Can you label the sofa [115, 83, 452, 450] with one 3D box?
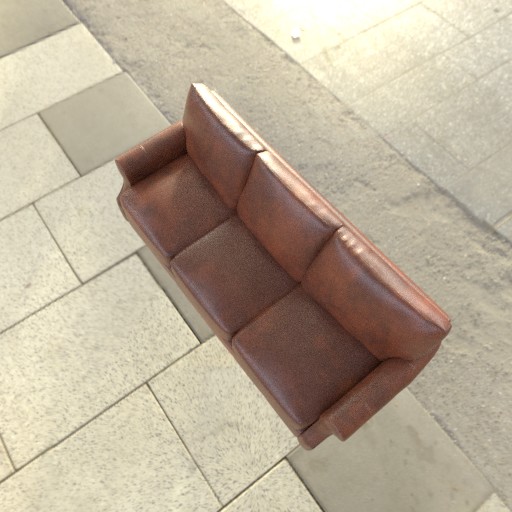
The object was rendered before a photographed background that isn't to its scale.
[{"bbox_3d":[0.000,0.000,2.883,0.973,0.977,2.351,-35,68,-16],"label":"sofa"}]
